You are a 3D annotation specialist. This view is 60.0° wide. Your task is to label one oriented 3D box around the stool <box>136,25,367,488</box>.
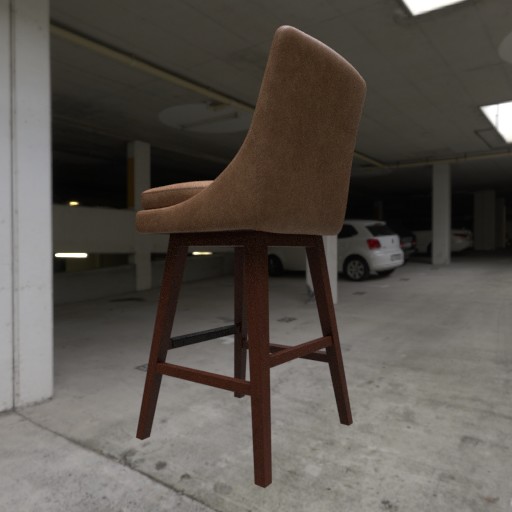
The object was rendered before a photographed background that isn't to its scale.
[{"bbox_3d":[0.000,0.000,1.346,0.572,1.079,0.487,1,1,37],"label":"stool"}]
